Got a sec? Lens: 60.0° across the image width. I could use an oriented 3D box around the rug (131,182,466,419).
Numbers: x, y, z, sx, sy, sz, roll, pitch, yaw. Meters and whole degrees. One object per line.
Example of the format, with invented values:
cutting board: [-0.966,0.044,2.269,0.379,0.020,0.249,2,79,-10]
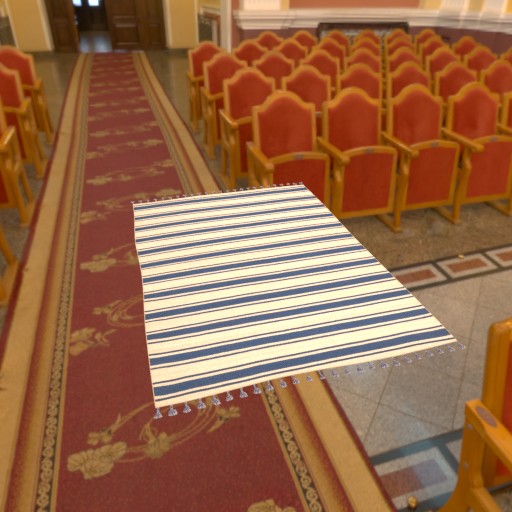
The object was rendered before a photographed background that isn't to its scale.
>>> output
rug: [0.000,0.000,2.982,1.544,0.010,2.315,-8,32,-14]
